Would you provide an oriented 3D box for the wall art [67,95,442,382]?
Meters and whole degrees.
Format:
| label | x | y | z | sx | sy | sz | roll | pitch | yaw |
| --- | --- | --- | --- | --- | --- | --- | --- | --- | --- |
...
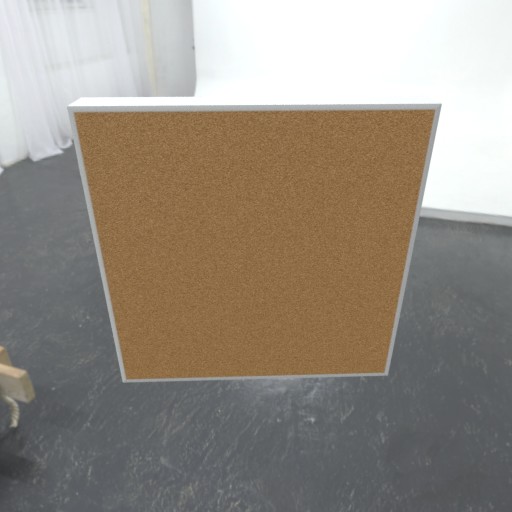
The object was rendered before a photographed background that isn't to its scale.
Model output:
| label | x | y | z | sx | sy | sz | roll | pitch | yaw |
| --- | --- | --- | --- | --- | --- | --- | --- | --- | --- |
| wall art | 0.000 | 0.000 | 0.452 | 0.305 | 0.304 | 0.038 | -1 | 30 | -2 |
